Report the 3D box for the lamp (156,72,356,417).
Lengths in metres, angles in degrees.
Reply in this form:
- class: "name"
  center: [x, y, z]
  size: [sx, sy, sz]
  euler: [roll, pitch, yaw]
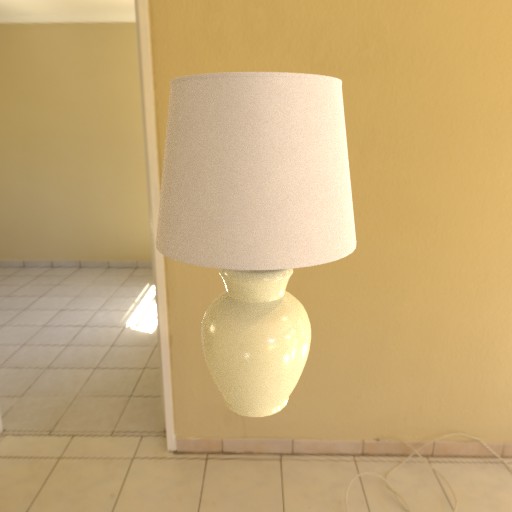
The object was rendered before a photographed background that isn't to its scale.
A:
- class: "lamp"
  center: [0.000, 0.000, 0.546]
  size: [0.239, 0.399, 0.239]
  euler: [0, 16, 0]
